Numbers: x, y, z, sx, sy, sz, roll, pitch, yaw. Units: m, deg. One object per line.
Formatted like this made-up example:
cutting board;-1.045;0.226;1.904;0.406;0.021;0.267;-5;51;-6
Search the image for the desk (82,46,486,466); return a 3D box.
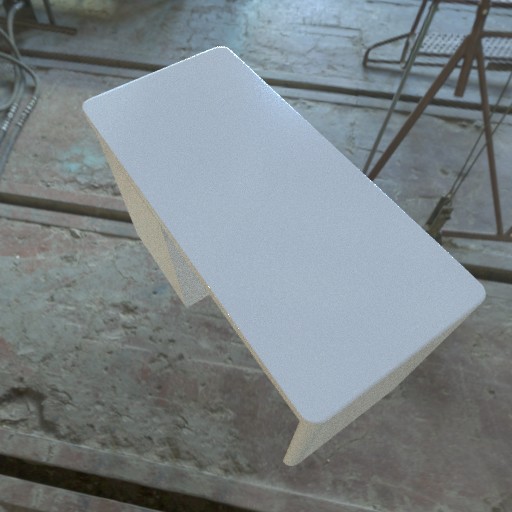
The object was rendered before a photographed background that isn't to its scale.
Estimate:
desk;0.000;0.000;1.560;0.550;0.760;1.200;-31;63;-17
